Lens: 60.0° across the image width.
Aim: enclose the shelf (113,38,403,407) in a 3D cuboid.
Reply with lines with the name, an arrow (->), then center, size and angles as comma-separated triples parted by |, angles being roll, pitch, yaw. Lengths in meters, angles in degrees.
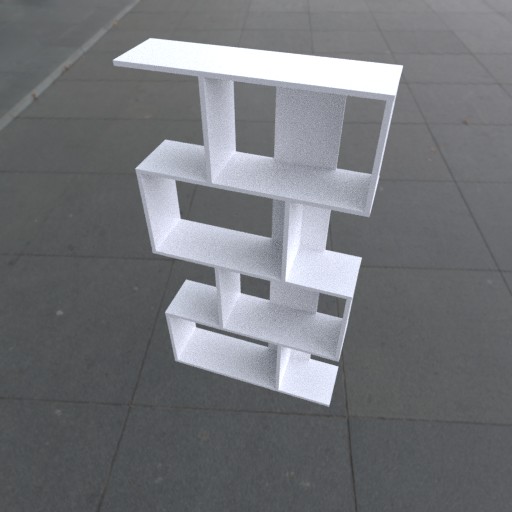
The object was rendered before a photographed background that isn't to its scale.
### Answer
shelf -> 0.000, 0.000, 1.959 | 0.890, 1.650, 0.250 | 13, 43, 14
